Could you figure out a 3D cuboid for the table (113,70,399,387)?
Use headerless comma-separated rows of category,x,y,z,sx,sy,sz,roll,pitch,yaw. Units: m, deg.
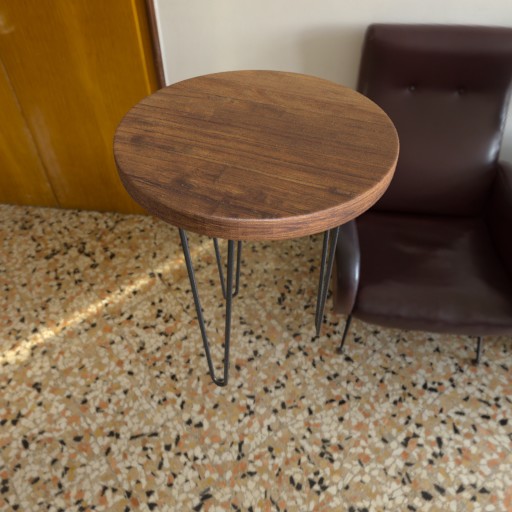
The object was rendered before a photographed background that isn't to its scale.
table,0.000,0.000,0.816,0.400,0.520,0.400,0,45,0
